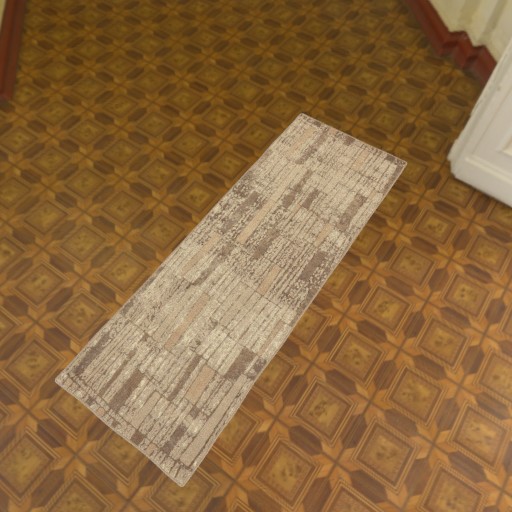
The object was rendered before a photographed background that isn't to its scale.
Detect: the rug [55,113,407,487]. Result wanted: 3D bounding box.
[{"bbox_3d":[0.000,0.000,2.627,0.857,0.018,2.383,31,64,17],"label":"rug"}]
